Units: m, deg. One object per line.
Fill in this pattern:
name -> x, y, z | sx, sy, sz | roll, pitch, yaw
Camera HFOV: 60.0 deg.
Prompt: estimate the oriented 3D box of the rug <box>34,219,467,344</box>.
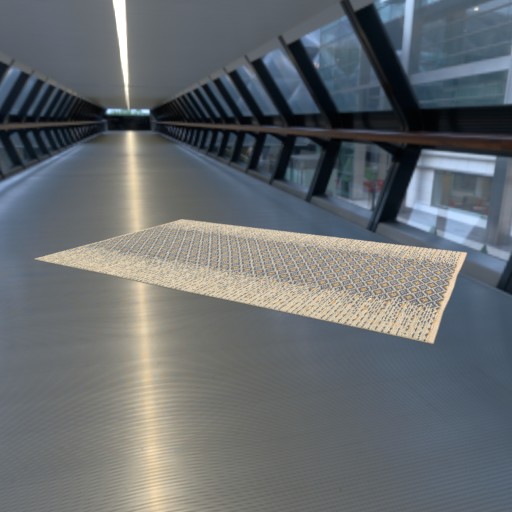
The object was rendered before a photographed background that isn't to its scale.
rug -> 0.000, 0.000, 2.955 | 2.448, 0.008, 1.541 | 9, 18, 28
